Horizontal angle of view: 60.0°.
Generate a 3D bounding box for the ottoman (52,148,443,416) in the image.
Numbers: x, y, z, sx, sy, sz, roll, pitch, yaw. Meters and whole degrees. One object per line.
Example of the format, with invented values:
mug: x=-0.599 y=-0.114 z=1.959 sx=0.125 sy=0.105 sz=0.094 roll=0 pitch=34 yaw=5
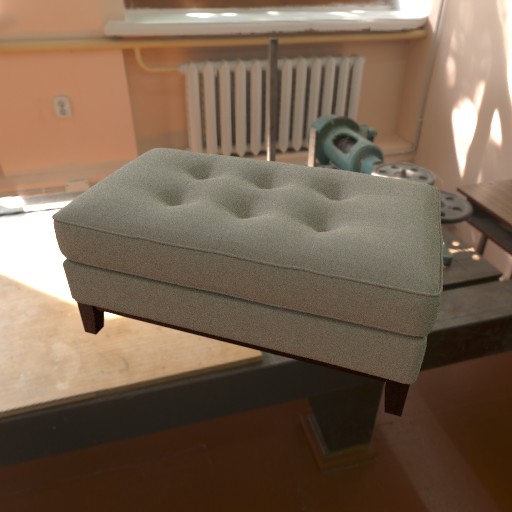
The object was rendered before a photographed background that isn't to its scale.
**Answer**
ottoman: x=0.000 y=0.000 z=1.528 sx=1.143 sy=0.508 sz=0.648 roll=11 pitch=34 yaw=16
